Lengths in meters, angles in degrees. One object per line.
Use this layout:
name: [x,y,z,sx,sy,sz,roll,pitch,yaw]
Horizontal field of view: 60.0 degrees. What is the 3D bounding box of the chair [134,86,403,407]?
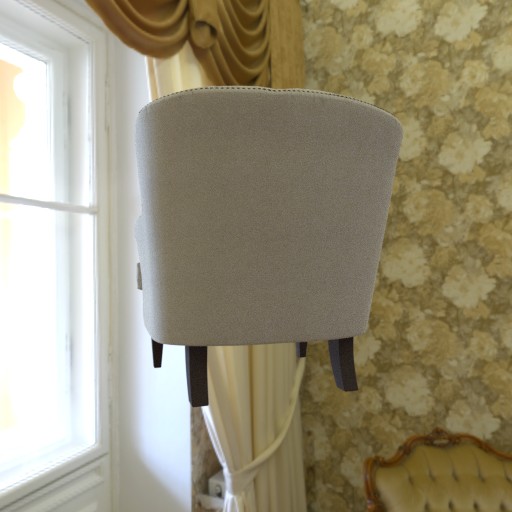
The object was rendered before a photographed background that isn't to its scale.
chair: [0.000,0.000,1.564,0.848,0.868,0.906,0,-1,-18]
